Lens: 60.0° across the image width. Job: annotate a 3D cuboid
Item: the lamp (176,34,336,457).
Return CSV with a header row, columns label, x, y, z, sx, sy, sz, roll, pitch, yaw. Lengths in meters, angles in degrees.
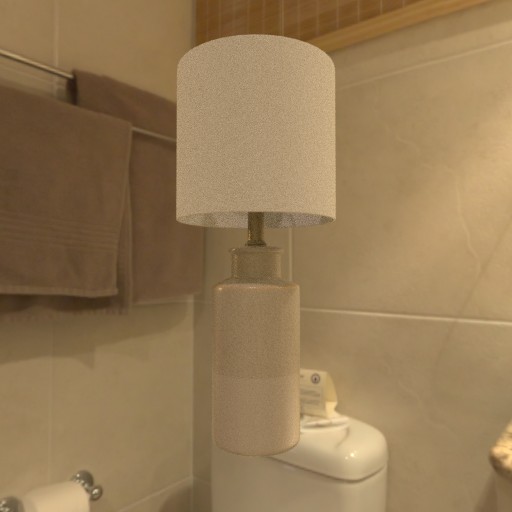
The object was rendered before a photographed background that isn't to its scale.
label,x,y,z,sx,sy,sz,roll,pitch,yaw
lamp,0.000,0.000,0.597,0.212,0.493,0.212,0,-1,2
